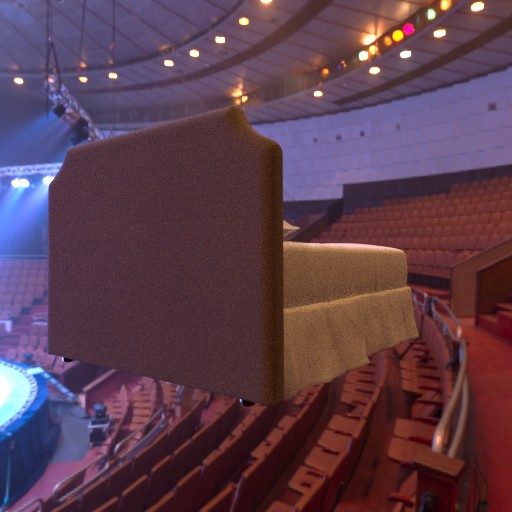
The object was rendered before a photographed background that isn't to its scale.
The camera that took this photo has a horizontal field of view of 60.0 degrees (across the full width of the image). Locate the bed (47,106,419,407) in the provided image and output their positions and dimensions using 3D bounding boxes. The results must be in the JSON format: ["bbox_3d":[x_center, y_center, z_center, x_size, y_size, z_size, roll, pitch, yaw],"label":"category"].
[{"bbox_3d":[0.000,0.000,3.102,1.693,1.290,2.116,0,0,36],"label":"bed"}]
